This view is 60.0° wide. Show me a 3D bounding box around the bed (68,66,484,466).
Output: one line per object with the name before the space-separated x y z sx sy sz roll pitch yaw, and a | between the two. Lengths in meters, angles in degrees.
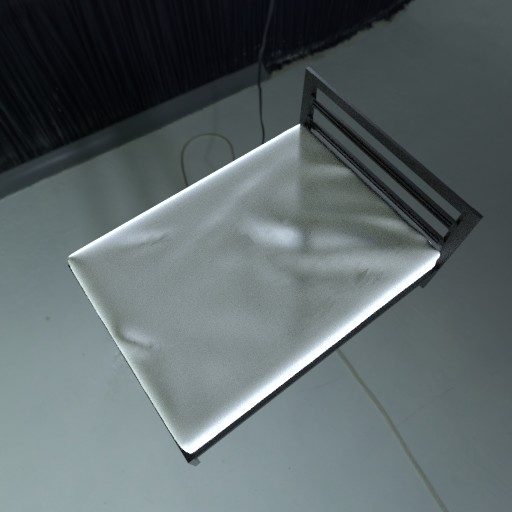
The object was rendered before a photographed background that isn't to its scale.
bed | 0.000 0.000 2.905 2.062 0.967 1.524 -33 67 -16
